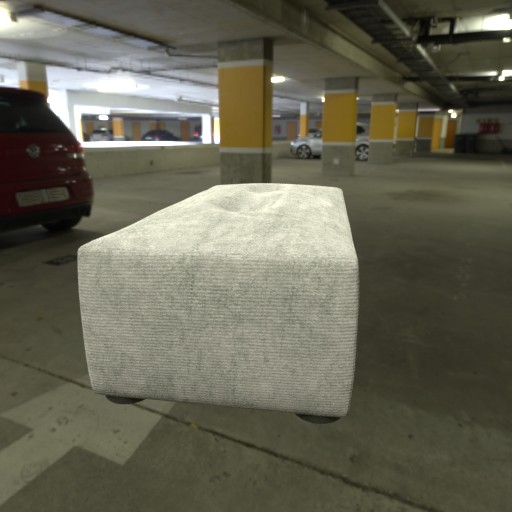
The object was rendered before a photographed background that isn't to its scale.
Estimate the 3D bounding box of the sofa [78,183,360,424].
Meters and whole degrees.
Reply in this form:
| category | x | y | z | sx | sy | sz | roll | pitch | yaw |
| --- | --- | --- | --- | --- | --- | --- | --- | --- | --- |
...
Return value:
| category | x | y | z | sx | sy | sz | roll | pitch | yaw |
| --- | --- | --- | --- | --- | --- | --- | --- | --- | --- |
| sofa | 0.000 | 0.000 | 1.164 | 0.480 | 0.330 | 0.930 | 2 | 16 | 9 |
